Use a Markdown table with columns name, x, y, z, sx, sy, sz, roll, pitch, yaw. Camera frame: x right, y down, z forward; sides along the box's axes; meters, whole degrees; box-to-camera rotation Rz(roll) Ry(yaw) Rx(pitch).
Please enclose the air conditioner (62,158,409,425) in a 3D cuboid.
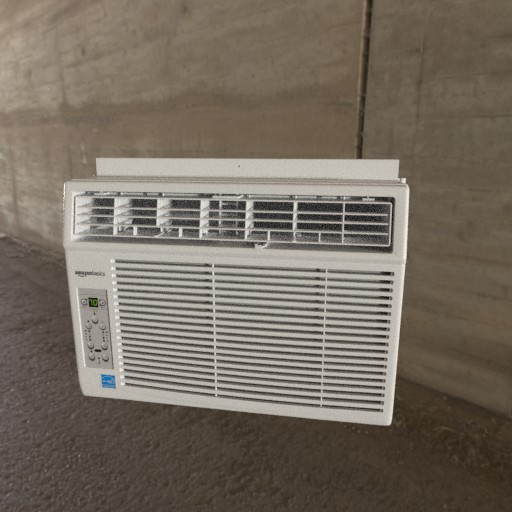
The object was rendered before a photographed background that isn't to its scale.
| name | x | y | z | sx | sy | sz | roll | pitch | yaw |
| --- | --- | --- | --- | --- | --- | --- | --- | --- | --- |
| air conditioner | 0.000 | 0.000 | 0.881 | 0.503 | 0.388 | 0.546 | 2 | 14 | 9 |
